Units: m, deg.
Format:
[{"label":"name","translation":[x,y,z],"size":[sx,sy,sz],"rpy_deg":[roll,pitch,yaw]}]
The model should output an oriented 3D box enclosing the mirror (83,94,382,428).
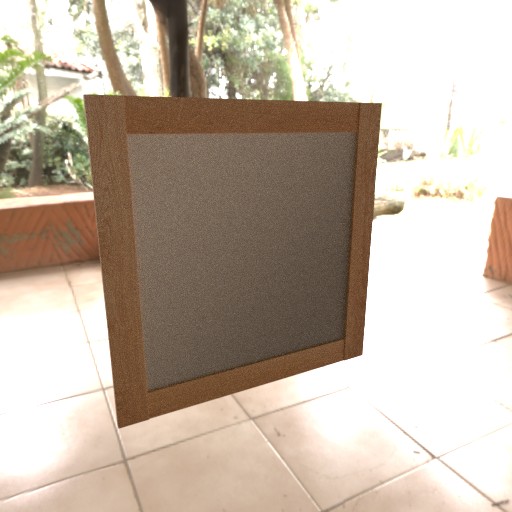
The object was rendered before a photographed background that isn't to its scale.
[{"label":"mirror","translation":[0.000,0.000,1.201],"size":[0.800,0.800,0.020],"rpy_deg":[-9,18,-27]}]
